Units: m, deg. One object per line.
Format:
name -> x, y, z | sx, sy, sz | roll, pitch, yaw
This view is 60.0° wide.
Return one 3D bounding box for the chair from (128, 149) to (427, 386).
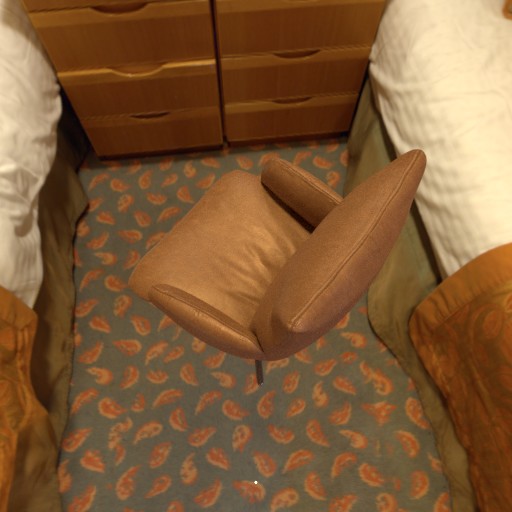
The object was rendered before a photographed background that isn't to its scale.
chair -> 0.000, 0.000, 1.587 | 0.794, 1.027, 0.711 | 34, 68, 16
